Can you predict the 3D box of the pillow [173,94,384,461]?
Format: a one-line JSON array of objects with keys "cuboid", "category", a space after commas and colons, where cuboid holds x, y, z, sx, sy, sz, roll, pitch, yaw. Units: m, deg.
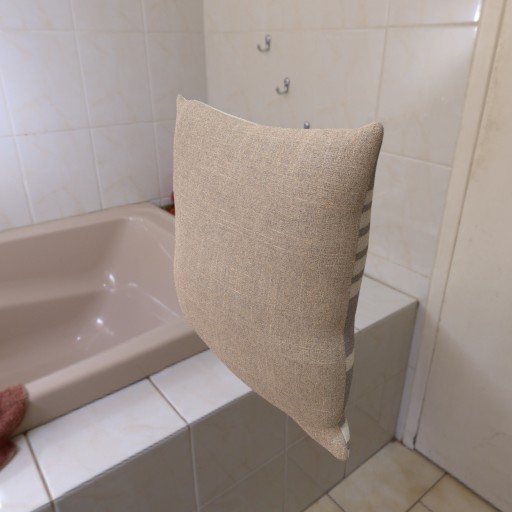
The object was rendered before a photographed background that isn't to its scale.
[{"cuboid": [0.000, 0.000, 0.666, 0.182, 0.440, 0.439, -17, 30, -32], "category": "pillow"}]
